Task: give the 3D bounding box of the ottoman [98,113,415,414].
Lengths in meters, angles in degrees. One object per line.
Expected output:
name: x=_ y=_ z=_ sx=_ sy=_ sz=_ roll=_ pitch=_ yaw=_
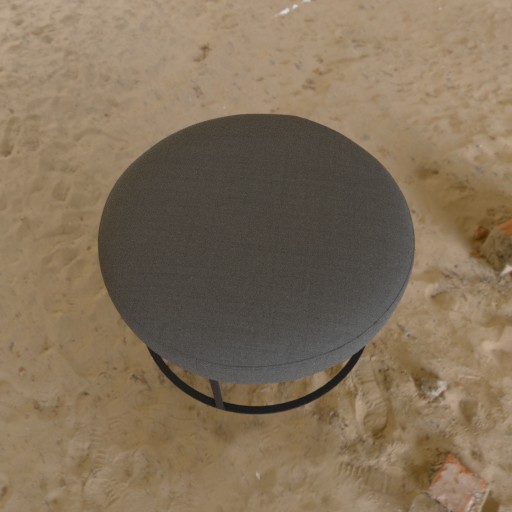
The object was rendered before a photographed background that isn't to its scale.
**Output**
ottoman: x=0.000 y=0.000 z=1.215 sx=0.772 sy=0.460 sz=0.772 roll=0 pitch=56 yaw=0
